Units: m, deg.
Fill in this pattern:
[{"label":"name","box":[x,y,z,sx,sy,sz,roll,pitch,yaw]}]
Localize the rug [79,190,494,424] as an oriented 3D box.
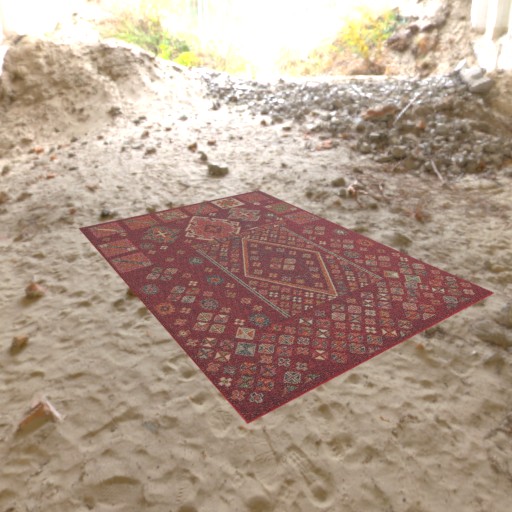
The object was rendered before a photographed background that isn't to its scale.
[{"label":"rug","box":[0.000,0.000,4.188,2.389,0.011,3.306,-17,31,-31]}]
